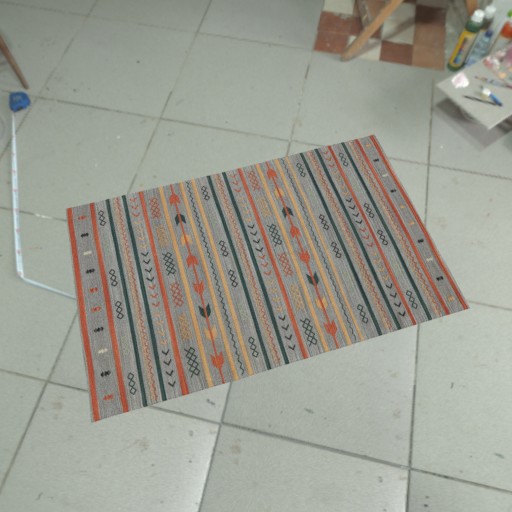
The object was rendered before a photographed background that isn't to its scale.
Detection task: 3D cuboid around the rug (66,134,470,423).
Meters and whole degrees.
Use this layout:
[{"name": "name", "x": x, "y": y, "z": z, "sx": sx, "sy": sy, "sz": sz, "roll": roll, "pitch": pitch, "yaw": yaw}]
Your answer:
[{"name": "rug", "x": 0.000, "y": 0.000, "z": 3.043, "sx": 2.439, "sy": 0.029, "sz": 1.537, "roll": -15, "pitch": 64, "yaw": -7}]
